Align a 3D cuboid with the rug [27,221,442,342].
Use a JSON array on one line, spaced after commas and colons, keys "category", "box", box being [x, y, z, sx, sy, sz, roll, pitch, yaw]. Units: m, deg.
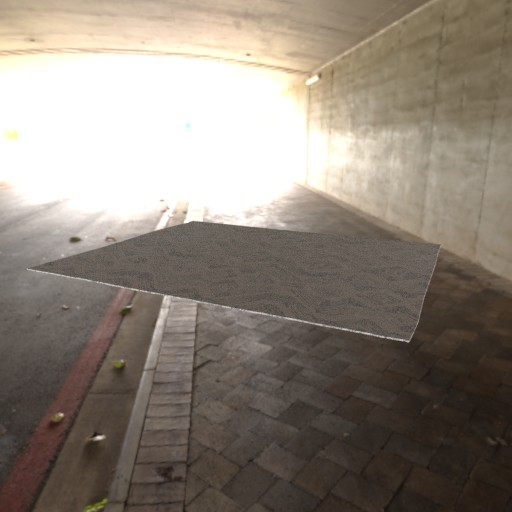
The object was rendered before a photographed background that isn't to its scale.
[{"category": "rug", "box": [0.000, 0.000, 4.069, 3.054, 0.030, 2.430, 7, 17, 25]}]
